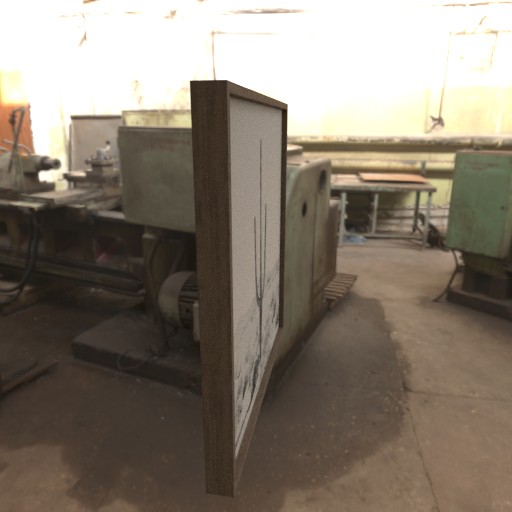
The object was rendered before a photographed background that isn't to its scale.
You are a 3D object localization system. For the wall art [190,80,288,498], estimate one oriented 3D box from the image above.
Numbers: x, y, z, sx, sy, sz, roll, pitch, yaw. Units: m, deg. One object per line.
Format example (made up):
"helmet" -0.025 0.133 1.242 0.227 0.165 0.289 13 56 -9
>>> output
"wall art" 0.000 0.000 0.748 0.038 0.508 0.508 3 17 10
